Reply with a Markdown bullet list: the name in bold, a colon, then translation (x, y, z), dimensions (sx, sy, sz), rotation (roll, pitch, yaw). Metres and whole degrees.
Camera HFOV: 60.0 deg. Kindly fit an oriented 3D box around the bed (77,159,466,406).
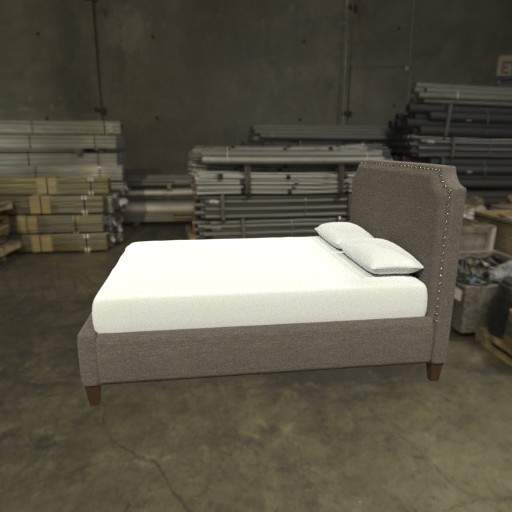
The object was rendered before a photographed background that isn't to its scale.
- **bed**: translation (0.000, 0.000, 3.524), dimensions (2.381, 1.457, 1.713), rotation (-2, 14, -7)
